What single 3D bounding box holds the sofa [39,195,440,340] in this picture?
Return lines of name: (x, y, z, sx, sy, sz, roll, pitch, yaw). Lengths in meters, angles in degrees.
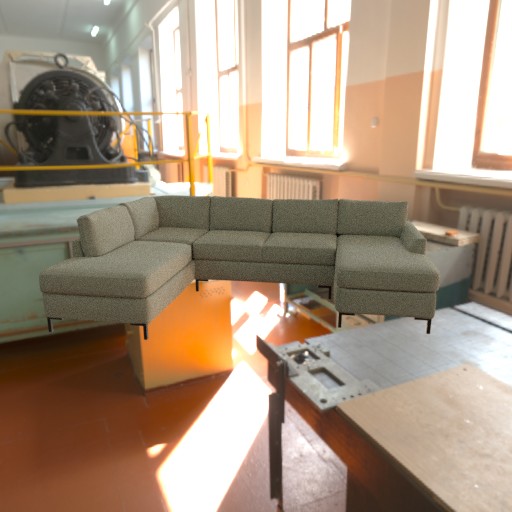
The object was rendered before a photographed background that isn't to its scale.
sofa: (0.000, 0.000, 3.977, 2.984, 0.862, 1.989, 3, 15, 10)
